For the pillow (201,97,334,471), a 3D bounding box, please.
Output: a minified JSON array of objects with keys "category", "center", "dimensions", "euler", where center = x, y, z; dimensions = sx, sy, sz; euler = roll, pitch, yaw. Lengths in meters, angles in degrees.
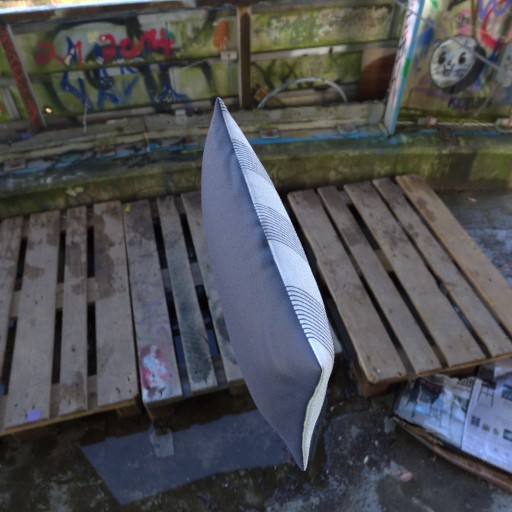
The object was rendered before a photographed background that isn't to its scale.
[{"category":"pillow","center":[0.000,0.000,0.746],"dimensions":[0.151,0.287,0.610],"euler":[-9,46,-9]}]
